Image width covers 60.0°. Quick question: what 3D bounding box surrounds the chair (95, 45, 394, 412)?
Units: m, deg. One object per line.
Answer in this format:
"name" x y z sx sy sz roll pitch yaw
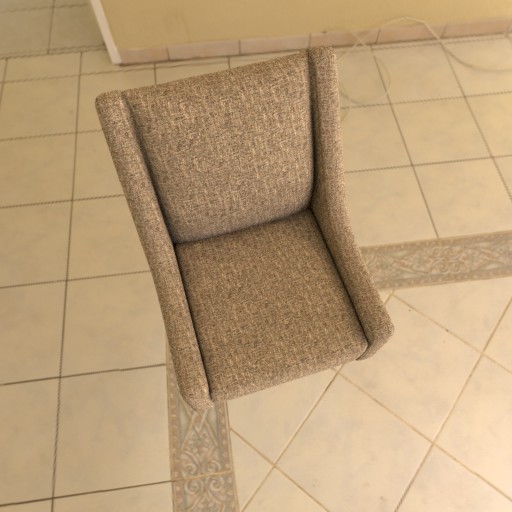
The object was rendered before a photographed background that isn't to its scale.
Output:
"chair" 0.000 0.000 1.624 0.774 1.014 0.870 -15 65 -7
